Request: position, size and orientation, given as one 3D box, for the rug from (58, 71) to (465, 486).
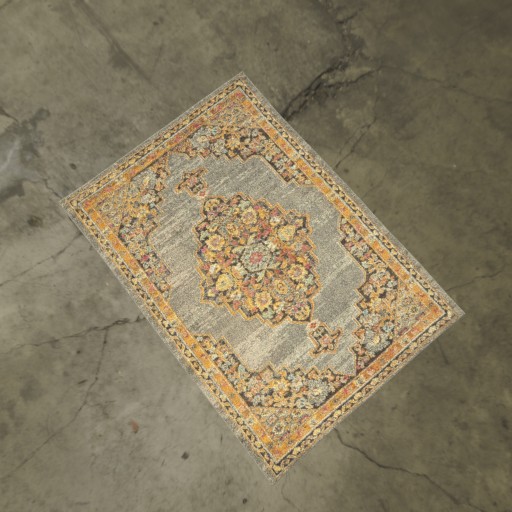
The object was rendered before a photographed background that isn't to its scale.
[{"bbox_3d":[0.000,0.000,3.915,2.158,0.024,3.063,-38,80,-8],"label":"rug"}]
